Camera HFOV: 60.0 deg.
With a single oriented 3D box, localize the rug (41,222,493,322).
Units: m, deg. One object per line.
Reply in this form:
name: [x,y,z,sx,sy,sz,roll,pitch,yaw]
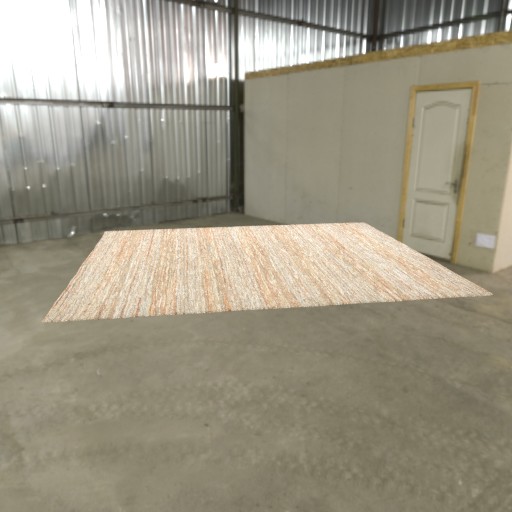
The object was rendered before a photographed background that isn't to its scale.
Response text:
rug: [0.000,0.000,3.899,2.939,0.009,2.313,-3,17,-8]
